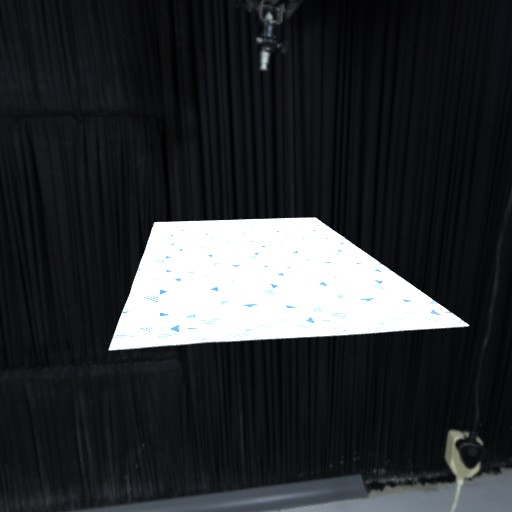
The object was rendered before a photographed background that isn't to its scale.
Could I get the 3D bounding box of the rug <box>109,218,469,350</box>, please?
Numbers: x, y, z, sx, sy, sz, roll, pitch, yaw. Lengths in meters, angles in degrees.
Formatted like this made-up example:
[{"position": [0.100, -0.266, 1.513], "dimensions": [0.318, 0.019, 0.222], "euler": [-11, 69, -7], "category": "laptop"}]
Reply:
[{"position": [0.000, 0.000, 2.984], "dimensions": [1.512, 0.009, 2.457], "euler": [-2, 16, -8], "category": "rug"}]
